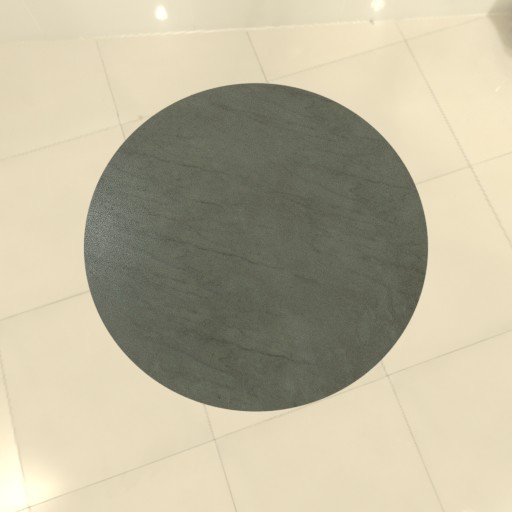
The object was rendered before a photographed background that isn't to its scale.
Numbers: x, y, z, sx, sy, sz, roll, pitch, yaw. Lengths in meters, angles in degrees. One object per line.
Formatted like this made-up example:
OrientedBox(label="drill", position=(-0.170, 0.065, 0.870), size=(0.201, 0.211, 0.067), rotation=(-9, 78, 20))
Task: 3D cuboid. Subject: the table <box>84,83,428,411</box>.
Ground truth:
OrientedBox(label="table", position=(0.000, 0.000, 1.252), size=(0.800, 0.450, 0.800), rotation=(0, 75, 0))
